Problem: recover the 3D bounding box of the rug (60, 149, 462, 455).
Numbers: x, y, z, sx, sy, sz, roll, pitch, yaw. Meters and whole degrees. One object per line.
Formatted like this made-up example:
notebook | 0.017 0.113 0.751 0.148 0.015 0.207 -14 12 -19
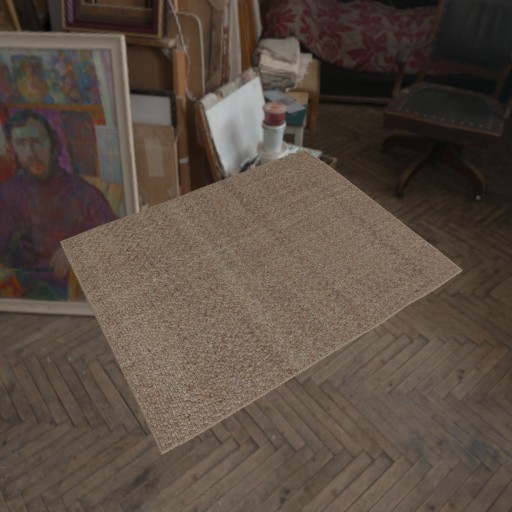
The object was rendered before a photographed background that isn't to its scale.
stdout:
rug | 0.000 0.000 4.212 3.048 0.013 2.439 -25 51 -22
